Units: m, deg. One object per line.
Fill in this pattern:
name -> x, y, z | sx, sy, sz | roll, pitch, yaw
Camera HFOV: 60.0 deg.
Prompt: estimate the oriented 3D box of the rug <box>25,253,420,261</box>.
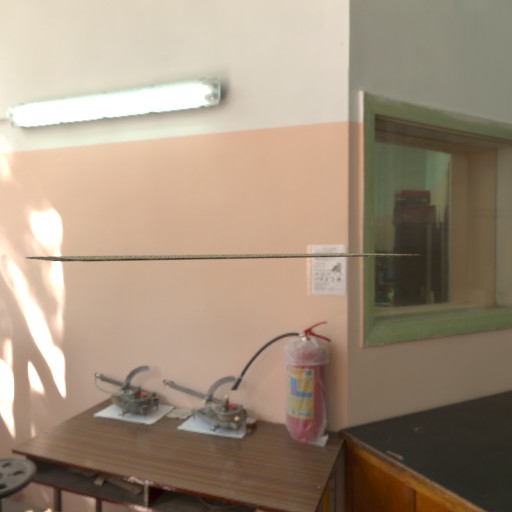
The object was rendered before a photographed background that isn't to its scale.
rug -> 0.000, 0.000, 2.969 | 2.664, 0.011, 0.762 | -1, 1, -36
